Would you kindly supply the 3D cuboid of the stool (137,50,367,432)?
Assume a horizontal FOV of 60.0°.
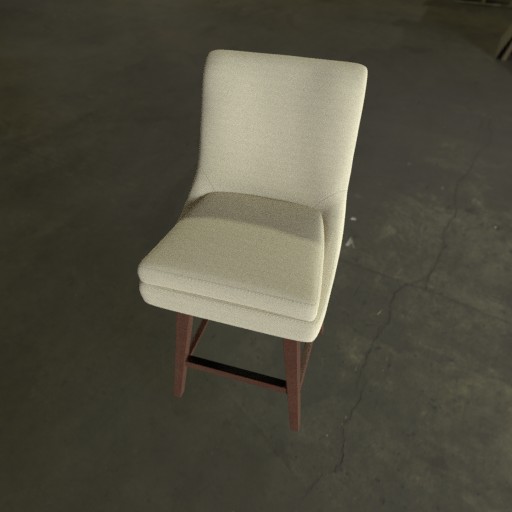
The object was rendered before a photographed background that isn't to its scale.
[{"bbox_3d":[0.000,0.000,1.319,0.483,0.991,0.559,12,43,13],"label":"stool"}]
